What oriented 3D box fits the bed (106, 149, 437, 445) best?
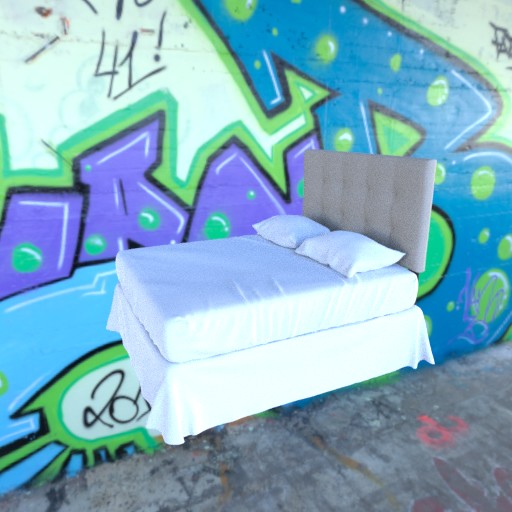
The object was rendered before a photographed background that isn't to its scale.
[{"bbox_3d":[0.000,0.000,3.582,2.222,1.577,1.936,-8,18,-25],"label":"bed"}]
